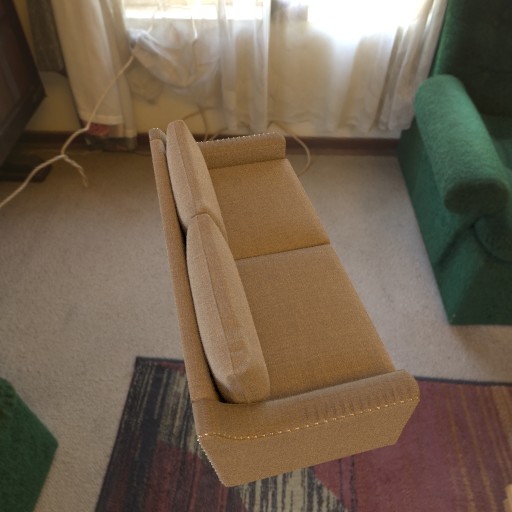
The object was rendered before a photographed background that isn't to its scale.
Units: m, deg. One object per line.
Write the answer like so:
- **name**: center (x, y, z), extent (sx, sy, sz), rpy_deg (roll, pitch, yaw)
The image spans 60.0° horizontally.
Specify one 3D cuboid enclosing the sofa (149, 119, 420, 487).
- **sofa**: center (0.000, 0.000, 2.640), extent (1.000, 0.857, 2.208), rpy_deg (-10, 48, -10)
